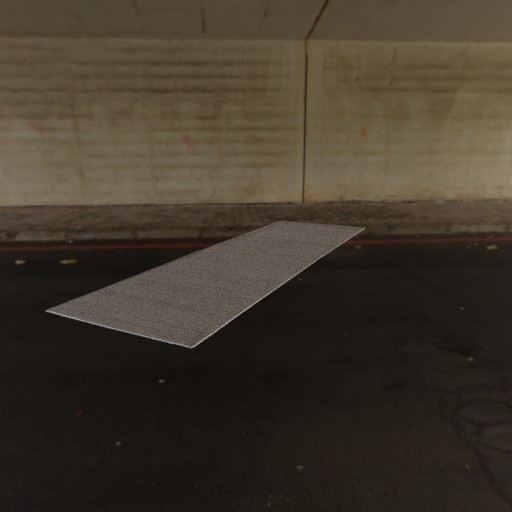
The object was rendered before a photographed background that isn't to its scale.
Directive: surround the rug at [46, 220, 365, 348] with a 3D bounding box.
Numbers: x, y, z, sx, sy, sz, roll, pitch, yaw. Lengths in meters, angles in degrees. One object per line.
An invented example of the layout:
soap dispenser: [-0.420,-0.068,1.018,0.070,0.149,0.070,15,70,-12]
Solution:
rug: [0.000,0.000,2.697,0.741,0.014,2.390,8,17,26]
